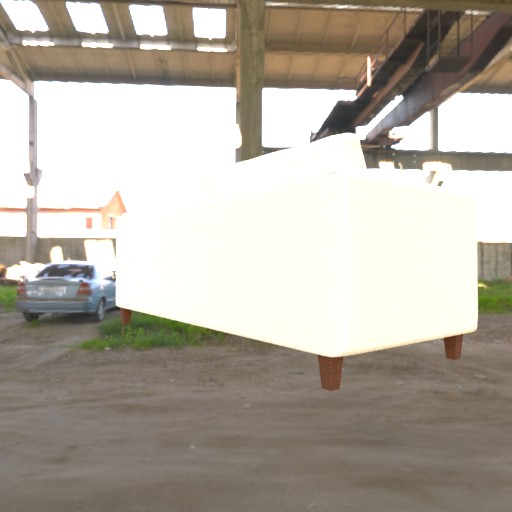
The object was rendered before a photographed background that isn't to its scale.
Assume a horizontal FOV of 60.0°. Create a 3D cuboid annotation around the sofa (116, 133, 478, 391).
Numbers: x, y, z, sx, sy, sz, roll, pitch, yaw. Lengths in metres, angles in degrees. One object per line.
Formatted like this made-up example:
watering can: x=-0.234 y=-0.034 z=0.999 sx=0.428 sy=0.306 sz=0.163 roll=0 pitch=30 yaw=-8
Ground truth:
sofa: x=0.000 y=0.000 z=2.536 sx=0.924 sy=0.933 sz=2.139 roll=0 pitch=-1 yaw=-37
